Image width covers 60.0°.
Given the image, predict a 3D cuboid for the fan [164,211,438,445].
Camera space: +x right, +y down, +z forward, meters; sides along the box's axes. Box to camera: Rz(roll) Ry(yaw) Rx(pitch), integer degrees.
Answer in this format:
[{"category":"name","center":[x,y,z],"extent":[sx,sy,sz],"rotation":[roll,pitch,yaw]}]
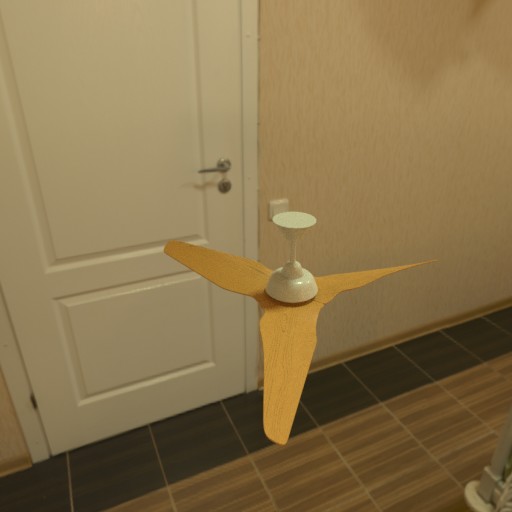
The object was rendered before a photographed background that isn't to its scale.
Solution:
[{"category":"fan","center":[0.000,0.000,1.615],"extent":[1.010,0.355,1.142],"rotation":[18,32,32]}]
